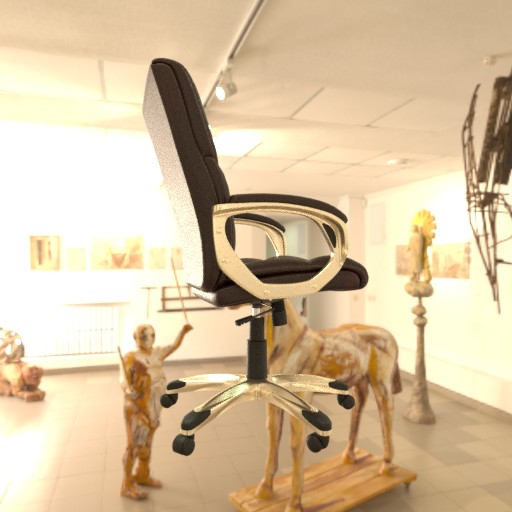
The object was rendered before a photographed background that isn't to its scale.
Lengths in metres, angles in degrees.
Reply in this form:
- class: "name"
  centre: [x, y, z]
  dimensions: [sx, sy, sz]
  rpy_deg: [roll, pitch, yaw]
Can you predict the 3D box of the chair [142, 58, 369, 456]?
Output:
- class: "chair"
  centre: [0.000, 0.000, 1.516]
  dimensions: [0.739, 1.107, 0.662]
  rpy_deg: [0, 0, -17]
